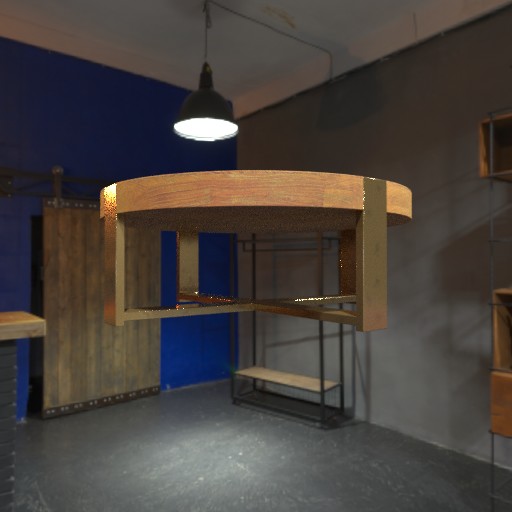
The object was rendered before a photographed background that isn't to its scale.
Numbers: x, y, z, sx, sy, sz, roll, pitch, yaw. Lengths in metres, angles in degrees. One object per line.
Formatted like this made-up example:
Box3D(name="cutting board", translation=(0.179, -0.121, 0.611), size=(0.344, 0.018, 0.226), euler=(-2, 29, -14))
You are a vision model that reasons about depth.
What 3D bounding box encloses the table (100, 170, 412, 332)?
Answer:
Box3D(name="table", translation=(0.000, 0.000, 1.665), size=(1.100, 0.420, 1.100), euler=(0, -1, 0))
